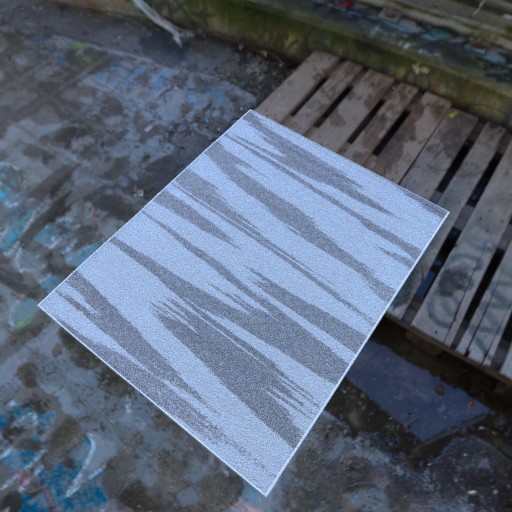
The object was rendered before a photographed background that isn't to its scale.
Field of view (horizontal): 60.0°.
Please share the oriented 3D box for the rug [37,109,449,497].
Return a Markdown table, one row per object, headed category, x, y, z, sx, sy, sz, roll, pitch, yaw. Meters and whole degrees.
| category | x | y | z | sx | sy | sz | roll | pitch | yaw |
| --- | --- | --- | --- | --- | --- | --- | --- | --- | --- |
| rug | 0.000 | 0.000 | 3.917 | 2.353 | 0.014 | 2.945 | 33 | 64 | 18 |
